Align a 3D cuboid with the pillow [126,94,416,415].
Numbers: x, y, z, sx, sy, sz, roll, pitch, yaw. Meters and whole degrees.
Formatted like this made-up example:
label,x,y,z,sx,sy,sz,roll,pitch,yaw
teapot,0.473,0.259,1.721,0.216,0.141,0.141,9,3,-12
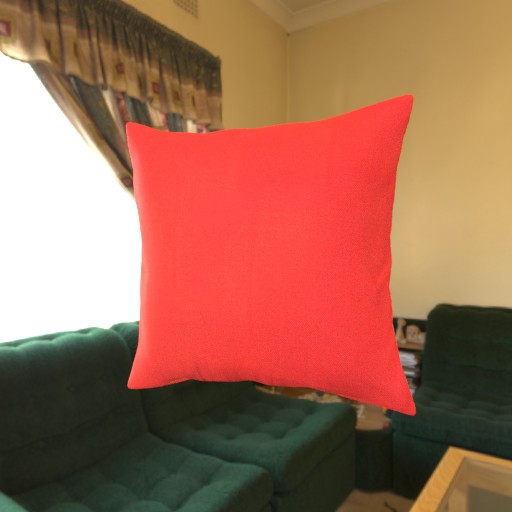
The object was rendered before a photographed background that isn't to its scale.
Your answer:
label,x,y,z,sx,sy,sz,roll,pitch,yaw
pillow,0.000,0.000,0.767,0.522,0.507,0.192,0,1,18
